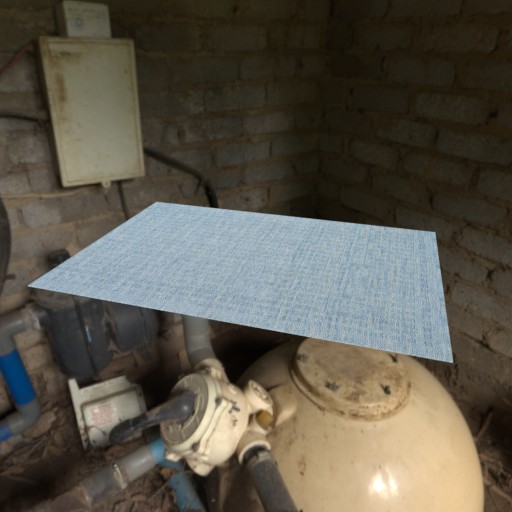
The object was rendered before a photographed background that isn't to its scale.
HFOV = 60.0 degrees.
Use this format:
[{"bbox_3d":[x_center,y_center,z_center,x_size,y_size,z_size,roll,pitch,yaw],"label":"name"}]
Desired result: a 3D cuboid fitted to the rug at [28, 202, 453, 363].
[{"bbox_3d":[0.000,0.000,2.909,2.286,0.006,1.522,8,27,15],"label":"rug"}]
